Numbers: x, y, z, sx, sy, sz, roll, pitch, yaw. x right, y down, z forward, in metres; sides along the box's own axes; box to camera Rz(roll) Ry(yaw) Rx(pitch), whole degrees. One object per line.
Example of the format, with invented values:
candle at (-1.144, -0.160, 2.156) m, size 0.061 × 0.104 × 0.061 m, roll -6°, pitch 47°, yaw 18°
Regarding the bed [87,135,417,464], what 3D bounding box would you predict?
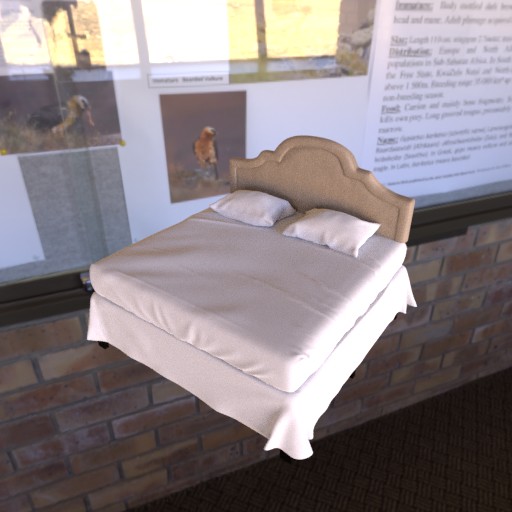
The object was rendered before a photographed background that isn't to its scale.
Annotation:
bed at (0.000, 0.000, 3.776) m, size 2.303 × 1.631 × 2.222 m, roll 20°, pitch 35°, yaw 30°
